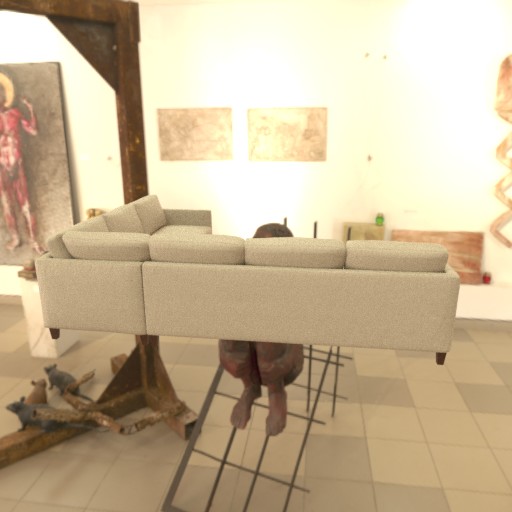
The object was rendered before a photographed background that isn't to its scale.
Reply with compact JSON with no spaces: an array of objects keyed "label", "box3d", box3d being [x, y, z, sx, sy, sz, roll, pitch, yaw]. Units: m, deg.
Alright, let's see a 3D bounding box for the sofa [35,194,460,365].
[{"label":"sofa","box3d":[0.000,0.000,4.601,3.333,0.934,2.522,2,16,7]}]
